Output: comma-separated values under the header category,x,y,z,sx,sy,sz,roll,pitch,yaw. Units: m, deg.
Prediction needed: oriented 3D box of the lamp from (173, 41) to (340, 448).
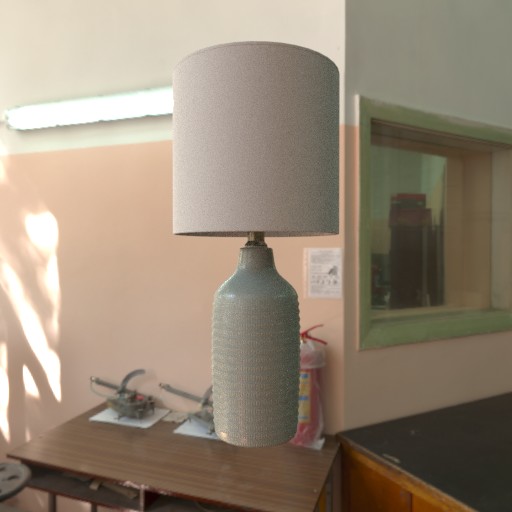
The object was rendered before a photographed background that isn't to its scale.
category,x,y,z,sx,sy,sz,roll,pitch,yaw
lamp,0.000,0.000,0.599,0.220,0.475,0.220,-1,1,-37
